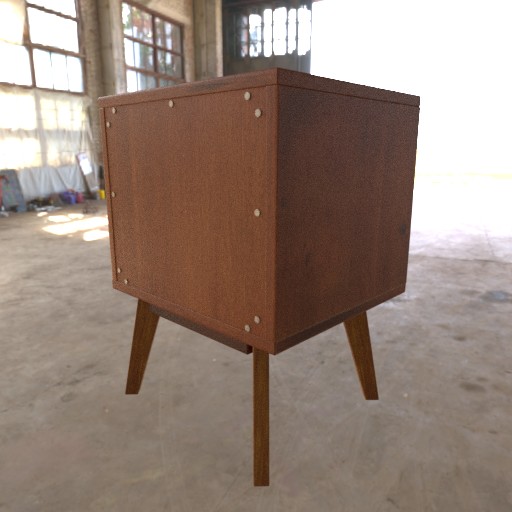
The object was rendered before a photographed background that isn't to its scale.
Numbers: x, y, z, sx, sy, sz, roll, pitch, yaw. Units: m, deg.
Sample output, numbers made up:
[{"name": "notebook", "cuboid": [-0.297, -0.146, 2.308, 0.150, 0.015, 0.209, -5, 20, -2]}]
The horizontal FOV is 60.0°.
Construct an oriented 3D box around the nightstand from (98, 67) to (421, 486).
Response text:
[{"name": "nightstand", "cuboid": [0.000, 0.000, 0.907, 0.460, 0.618, 0.411, 13, 18, 42]}]
